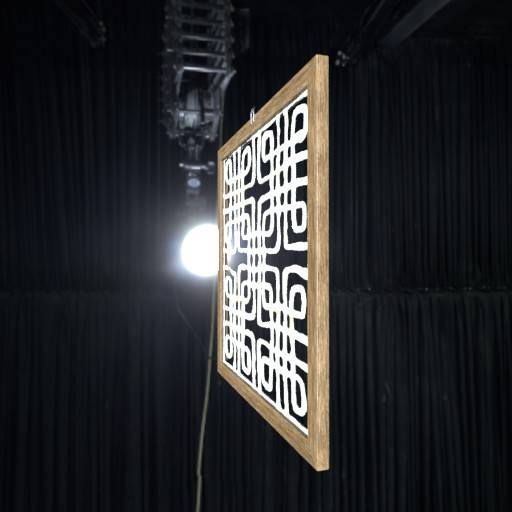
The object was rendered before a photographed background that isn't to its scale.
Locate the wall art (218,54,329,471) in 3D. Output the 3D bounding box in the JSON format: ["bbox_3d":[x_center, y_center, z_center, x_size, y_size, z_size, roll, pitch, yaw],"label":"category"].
[{"bbox_3d":[0.000,0.000,0.863,0.021,0.582,0.561,0,-1,-19],"label":"wall art"}]
